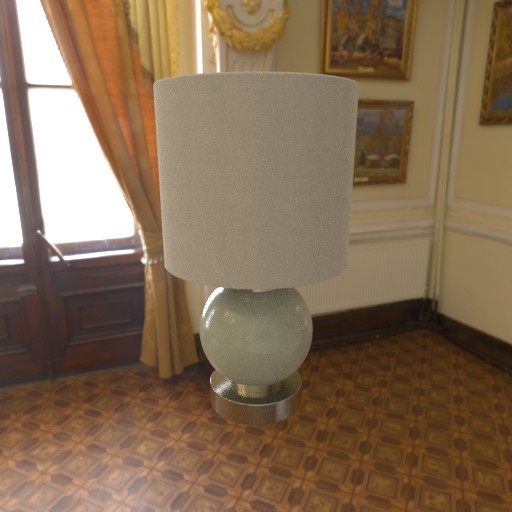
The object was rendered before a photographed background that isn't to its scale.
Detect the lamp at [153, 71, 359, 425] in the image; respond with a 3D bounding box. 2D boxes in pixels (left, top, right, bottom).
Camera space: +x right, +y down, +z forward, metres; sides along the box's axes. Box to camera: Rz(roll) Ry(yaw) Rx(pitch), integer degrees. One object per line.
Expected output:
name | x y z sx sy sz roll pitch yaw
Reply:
lamp | 0.000 0.000 0.489 0.201 0.353 0.201 -2 15 -9
